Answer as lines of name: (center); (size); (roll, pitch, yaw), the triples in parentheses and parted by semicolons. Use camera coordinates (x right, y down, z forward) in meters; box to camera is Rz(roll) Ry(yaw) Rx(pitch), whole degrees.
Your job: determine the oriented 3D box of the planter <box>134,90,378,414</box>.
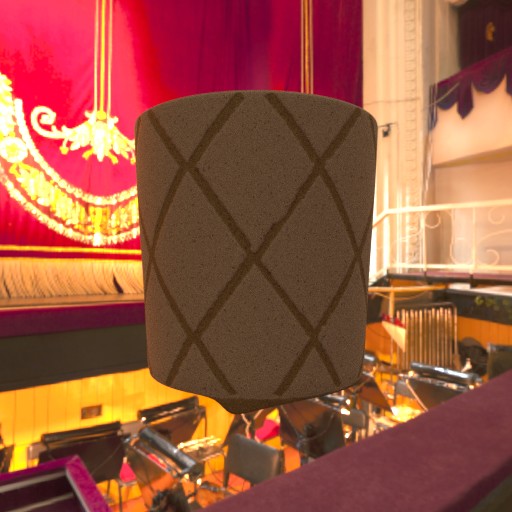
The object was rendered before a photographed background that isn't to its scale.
planter: (0.000, 0.000, 0.359); (0.191, 0.199, 0.191); (0, 0, 0)
